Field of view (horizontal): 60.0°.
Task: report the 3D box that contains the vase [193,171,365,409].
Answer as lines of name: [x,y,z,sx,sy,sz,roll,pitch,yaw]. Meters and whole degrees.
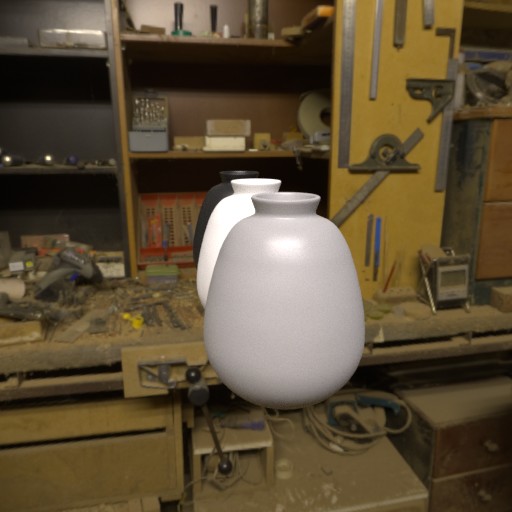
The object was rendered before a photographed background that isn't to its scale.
vase: [0.000,0.000,0.362,0.097,0.122,0.297,-2,15,-9]
